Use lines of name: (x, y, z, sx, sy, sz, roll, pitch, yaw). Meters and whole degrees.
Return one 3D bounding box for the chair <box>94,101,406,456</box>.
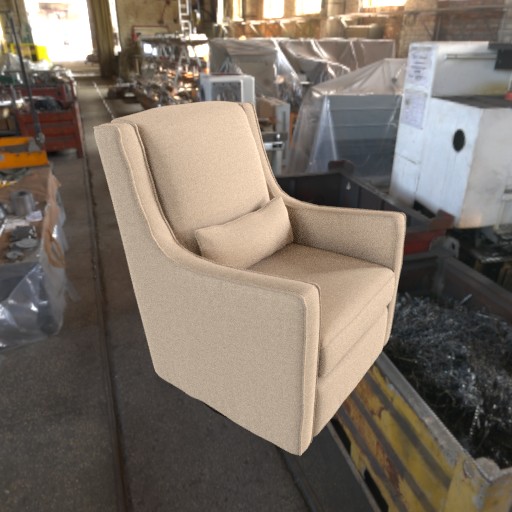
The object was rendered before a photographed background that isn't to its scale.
chair: (0.000, 0.000, 1.608, 0.879, 0.993, 0.732, 18, 31, 32)
